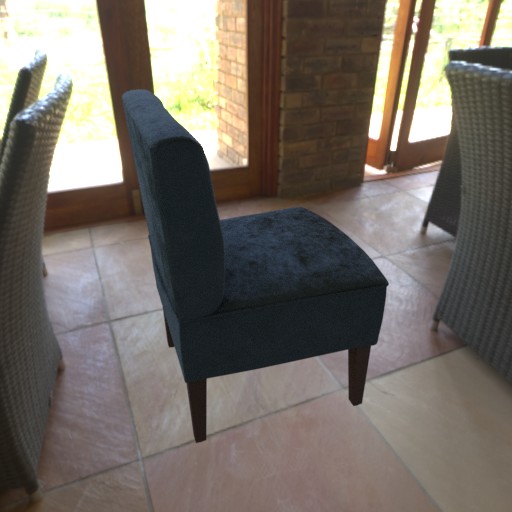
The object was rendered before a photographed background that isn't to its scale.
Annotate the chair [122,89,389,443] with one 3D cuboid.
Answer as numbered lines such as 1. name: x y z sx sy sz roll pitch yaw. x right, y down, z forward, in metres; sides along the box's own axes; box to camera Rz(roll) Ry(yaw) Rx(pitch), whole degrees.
1. chair: 0.000 0.000 1.174 0.551 0.806 0.521 -10 31 -17
